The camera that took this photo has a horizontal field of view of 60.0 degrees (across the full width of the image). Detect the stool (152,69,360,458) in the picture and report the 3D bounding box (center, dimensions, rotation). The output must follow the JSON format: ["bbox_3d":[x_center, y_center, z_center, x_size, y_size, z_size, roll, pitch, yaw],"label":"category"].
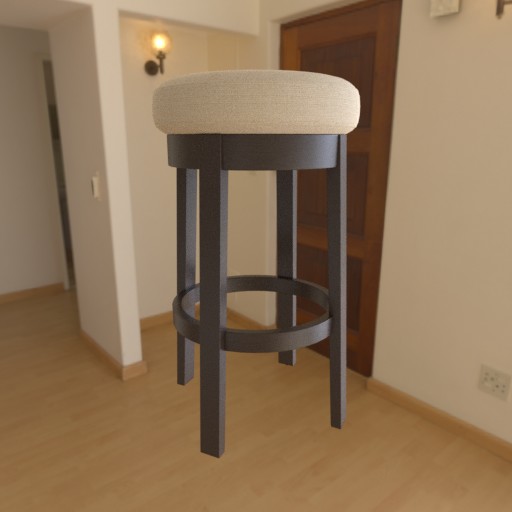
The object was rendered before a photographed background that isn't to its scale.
[{"bbox_3d":[0.000,0.000,1.016,0.446,0.758,0.446,0,15,0],"label":"stool"}]
